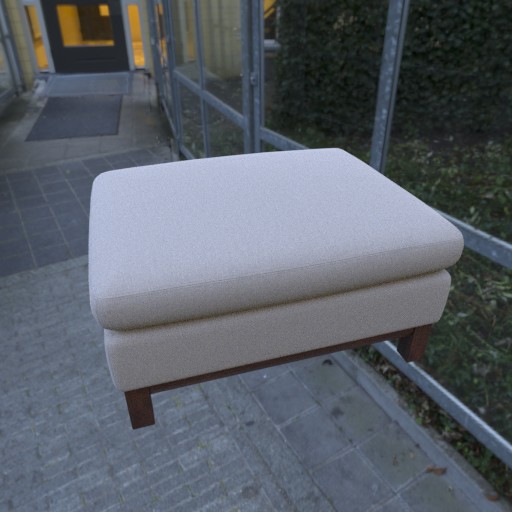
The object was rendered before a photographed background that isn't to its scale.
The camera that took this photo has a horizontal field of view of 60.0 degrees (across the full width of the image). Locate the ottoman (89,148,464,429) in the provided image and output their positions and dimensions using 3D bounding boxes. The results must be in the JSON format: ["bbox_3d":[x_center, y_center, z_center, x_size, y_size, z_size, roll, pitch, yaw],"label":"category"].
[{"bbox_3d":[0.000,0.000,1.141,0.771,0.420,0.606,-9,33,-14],"label":"ottoman"}]
